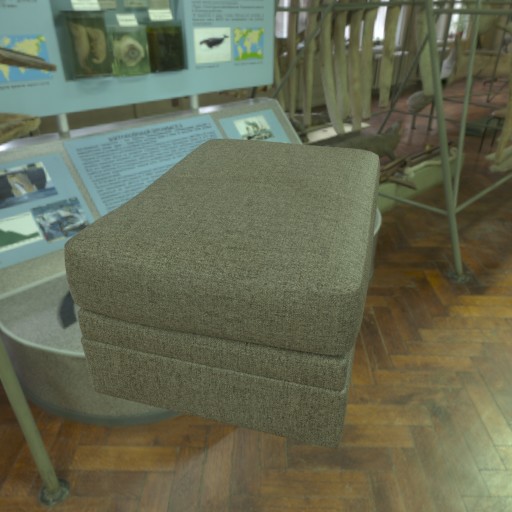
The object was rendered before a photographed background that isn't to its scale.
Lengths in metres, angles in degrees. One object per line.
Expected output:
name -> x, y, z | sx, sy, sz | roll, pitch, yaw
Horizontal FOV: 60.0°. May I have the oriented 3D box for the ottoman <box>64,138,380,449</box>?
ottoman -> 0.000, 0.000, 1.281 | 0.637, 0.478, 0.885 | 8, 31, 14
